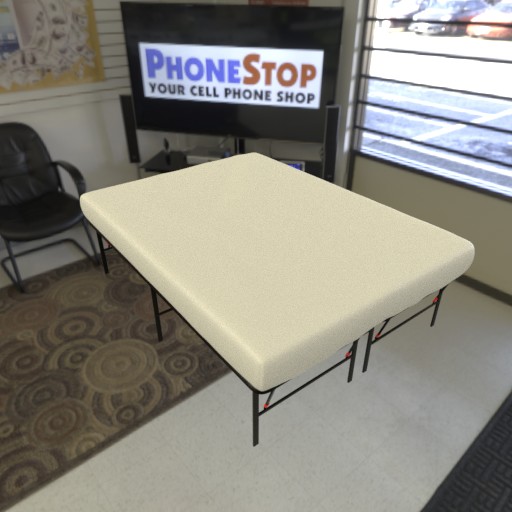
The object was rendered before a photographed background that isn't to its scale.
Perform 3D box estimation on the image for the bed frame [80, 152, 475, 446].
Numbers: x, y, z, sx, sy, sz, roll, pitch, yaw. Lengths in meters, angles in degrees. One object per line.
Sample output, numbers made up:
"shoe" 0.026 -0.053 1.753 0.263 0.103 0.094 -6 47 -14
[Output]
"bed frame" 0.000 0.000 2.953 1.584 0.667 2.151 -22 37 -31
